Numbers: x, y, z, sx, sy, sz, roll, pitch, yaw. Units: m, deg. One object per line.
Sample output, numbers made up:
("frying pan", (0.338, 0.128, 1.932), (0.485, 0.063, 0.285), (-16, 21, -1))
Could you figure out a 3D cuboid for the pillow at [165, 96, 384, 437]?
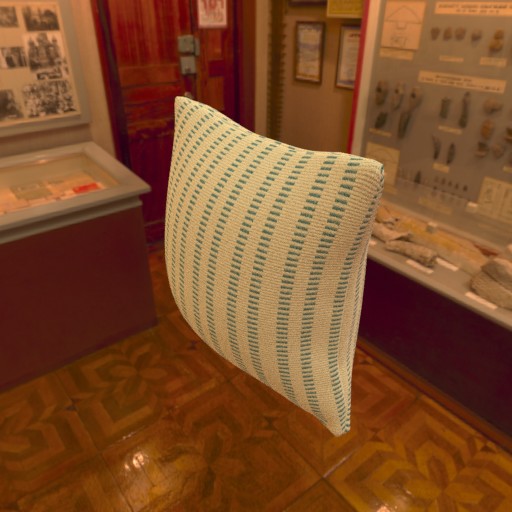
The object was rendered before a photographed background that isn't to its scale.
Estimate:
("pillow", (0.000, 0.000, 0.696), (0.247, 0.419, 0.438), (-21, 36, -31))
